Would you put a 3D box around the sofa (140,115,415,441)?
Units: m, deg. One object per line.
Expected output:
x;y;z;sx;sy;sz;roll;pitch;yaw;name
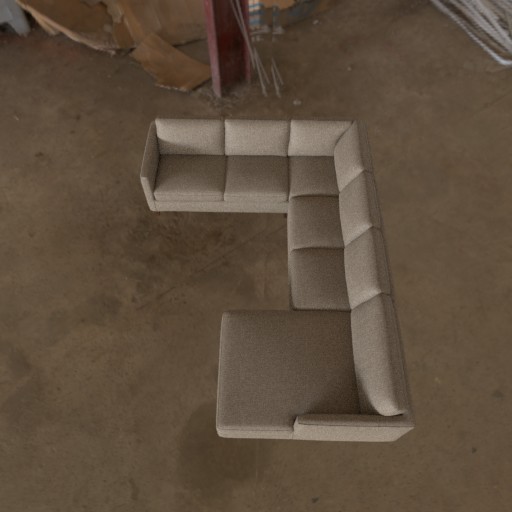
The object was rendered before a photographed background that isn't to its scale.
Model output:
0.000;0.000;4.485;2.551;0.889;3.403;1;58;1;sofa
